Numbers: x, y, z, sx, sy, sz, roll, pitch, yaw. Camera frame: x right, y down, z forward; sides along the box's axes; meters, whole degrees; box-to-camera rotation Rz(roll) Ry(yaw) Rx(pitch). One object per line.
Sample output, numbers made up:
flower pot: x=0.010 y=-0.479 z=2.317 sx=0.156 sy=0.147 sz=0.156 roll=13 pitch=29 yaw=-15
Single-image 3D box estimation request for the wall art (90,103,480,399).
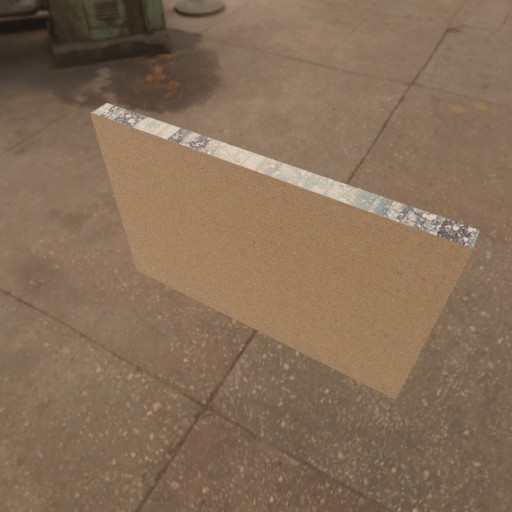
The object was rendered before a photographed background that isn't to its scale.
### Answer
wall art: x=0.000 y=0.000 z=0.785 sx=0.618 sy=0.398 sz=0.042 roll=24 pitch=51 yaw=21
